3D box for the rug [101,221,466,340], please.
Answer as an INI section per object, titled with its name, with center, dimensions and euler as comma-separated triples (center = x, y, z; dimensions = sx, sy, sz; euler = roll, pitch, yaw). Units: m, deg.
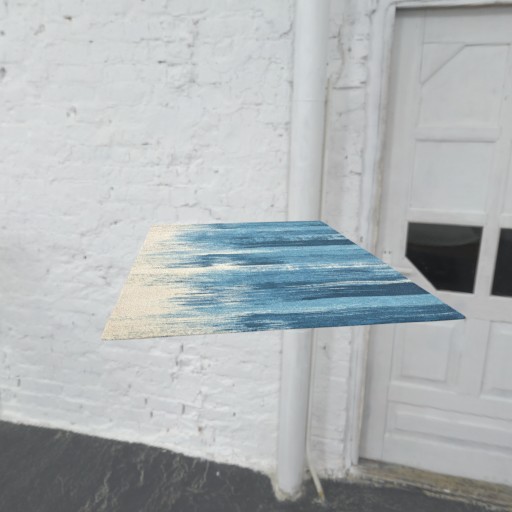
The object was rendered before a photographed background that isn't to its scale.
[rug]
center = 0.000, 0.000, 2.321
dimensions = 1.232, 0.009, 1.836
euler = -2, 15, -8
